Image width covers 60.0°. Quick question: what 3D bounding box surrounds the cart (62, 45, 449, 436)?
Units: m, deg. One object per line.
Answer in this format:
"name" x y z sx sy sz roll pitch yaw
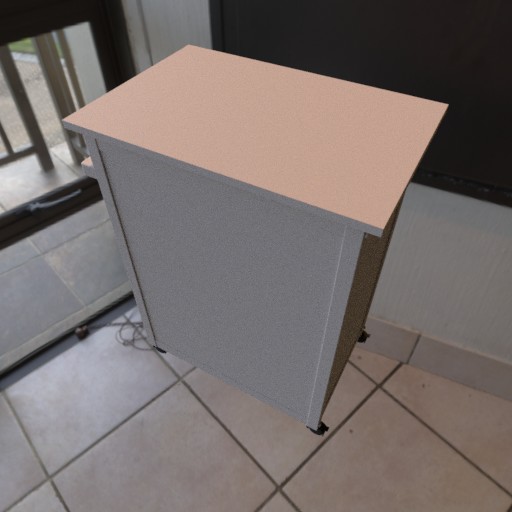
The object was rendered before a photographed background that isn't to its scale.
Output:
"cart" 0.000 0.000 1.225 0.683 0.864 0.442 22 50 20
